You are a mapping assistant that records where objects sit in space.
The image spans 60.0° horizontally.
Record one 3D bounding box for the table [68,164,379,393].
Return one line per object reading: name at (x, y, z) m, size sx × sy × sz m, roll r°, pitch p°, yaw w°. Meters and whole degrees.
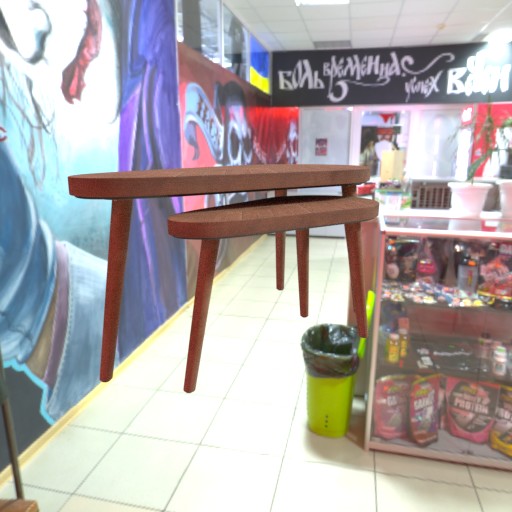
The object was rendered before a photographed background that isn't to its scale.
table at (0.000, 0.000, 1.562) m, size 1.190 × 0.595 × 0.701 m, roll -13°, pitch 19°, yaw -43°
